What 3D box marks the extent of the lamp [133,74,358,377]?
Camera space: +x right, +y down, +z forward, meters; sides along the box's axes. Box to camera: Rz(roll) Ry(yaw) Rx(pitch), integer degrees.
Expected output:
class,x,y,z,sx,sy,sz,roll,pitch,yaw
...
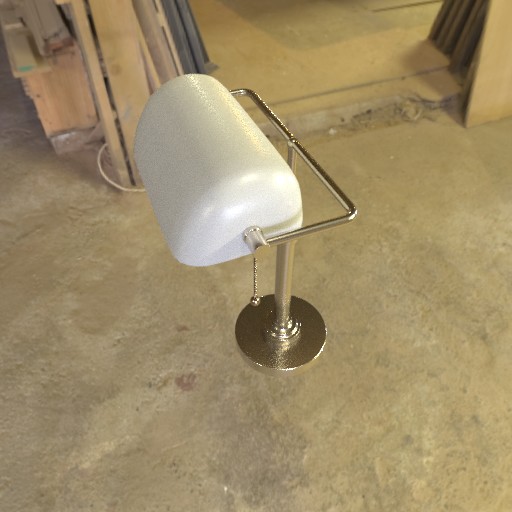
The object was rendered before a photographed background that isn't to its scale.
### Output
class,x,y,z,sx,sy,sz,roll,pitch,yaw
lamp,0.000,0.000,0.554,0.227,0.404,0.269,-16,48,-15
